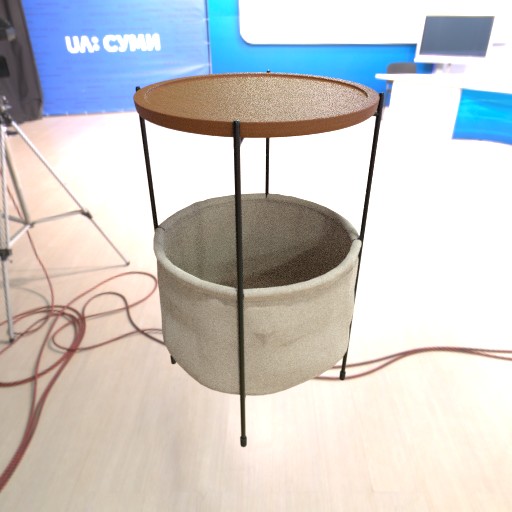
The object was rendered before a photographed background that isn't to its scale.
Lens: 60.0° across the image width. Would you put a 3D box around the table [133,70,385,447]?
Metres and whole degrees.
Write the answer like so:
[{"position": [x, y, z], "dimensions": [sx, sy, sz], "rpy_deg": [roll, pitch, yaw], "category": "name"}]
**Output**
[{"position": [0.000, 0.000, 0.872], "dimensions": [0.393, 0.623, 0.393], "rpy_deg": [-22, 37, -32], "category": "table"}]
